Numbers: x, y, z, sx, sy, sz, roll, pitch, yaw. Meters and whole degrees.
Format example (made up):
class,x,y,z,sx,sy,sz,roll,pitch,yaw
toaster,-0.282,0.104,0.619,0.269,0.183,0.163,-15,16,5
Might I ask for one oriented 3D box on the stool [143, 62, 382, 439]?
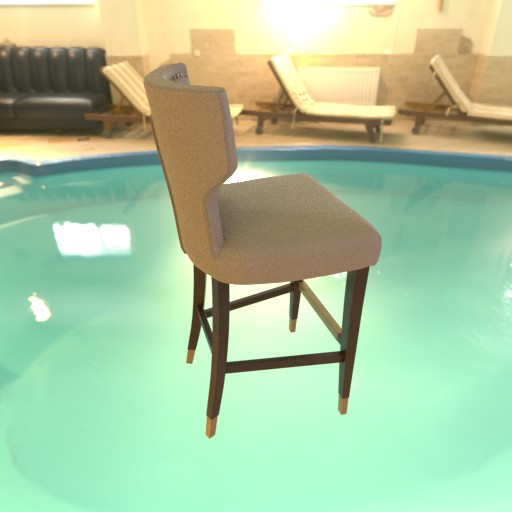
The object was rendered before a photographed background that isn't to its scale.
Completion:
class,x,y,z,sx,sy,sz,roll,pitch,yaw
stool,0.000,0.000,1.399,0.563,1.092,0.526,-9,31,-16
